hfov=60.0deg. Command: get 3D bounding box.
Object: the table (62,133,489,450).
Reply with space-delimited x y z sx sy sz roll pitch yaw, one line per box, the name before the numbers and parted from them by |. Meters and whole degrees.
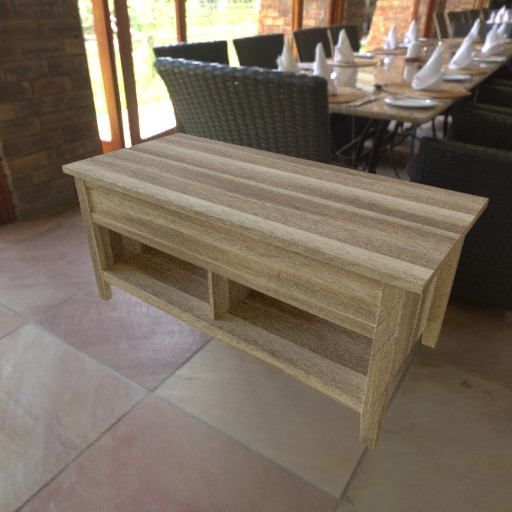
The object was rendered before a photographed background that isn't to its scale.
table | 0.000 0.000 1.345 1.095 0.480 0.493 20 35 31
